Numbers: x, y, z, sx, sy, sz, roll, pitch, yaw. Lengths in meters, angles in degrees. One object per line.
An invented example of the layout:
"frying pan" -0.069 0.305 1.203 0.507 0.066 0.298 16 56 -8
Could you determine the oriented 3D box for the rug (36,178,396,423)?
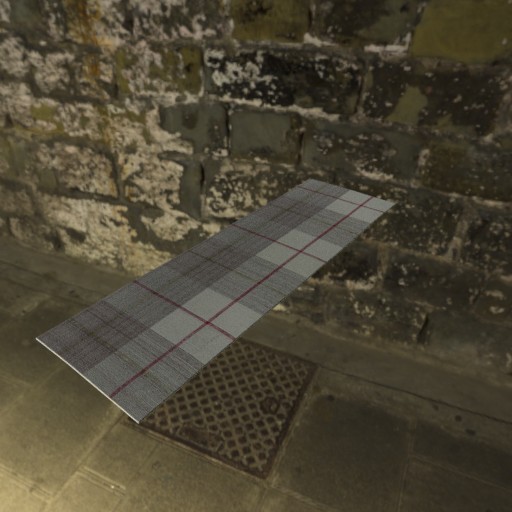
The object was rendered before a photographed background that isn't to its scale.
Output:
"rug" 0.000 0.000 2.726 0.762 0.013 2.439 23 40 31
